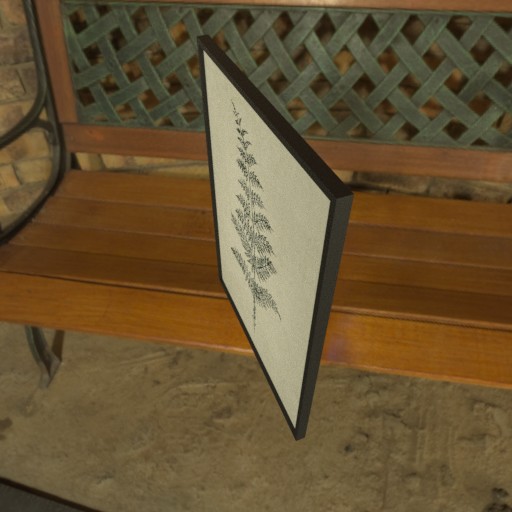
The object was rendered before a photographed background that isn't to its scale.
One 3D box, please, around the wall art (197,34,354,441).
[{"bbox_3d":[0.000,0.000,1.410,0.036,1.070,0.802,-17,49,-16],"label":"wall art"}]
